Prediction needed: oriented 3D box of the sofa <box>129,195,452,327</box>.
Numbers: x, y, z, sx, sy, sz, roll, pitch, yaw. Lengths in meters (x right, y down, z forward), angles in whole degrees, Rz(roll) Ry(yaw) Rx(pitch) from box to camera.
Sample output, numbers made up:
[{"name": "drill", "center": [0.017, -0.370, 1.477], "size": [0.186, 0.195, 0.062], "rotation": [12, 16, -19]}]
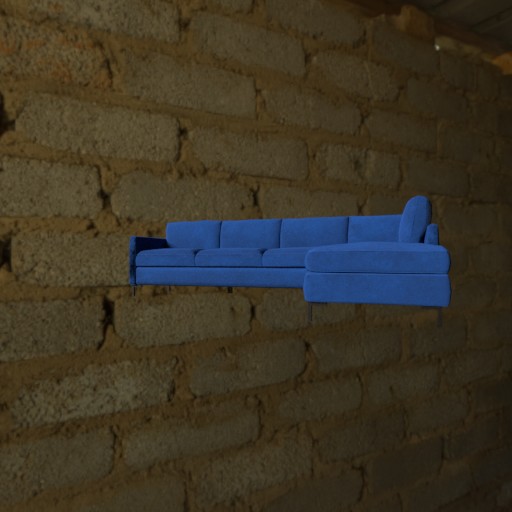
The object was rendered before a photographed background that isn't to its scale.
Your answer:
[{"name": "sofa", "center": [0.000, 0.000, 3.238], "size": [2.486, 0.687, 1.707], "rotation": [0, -1, 19]}]
